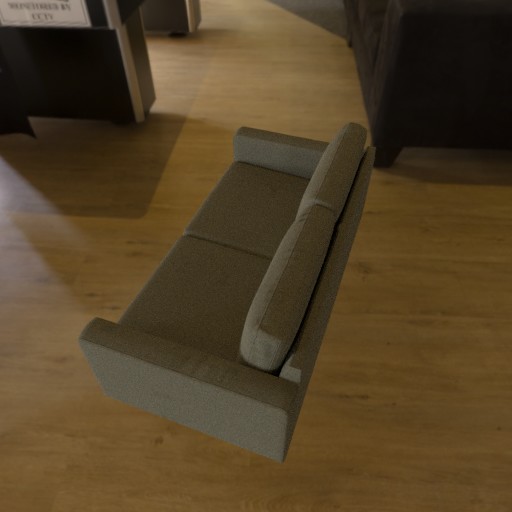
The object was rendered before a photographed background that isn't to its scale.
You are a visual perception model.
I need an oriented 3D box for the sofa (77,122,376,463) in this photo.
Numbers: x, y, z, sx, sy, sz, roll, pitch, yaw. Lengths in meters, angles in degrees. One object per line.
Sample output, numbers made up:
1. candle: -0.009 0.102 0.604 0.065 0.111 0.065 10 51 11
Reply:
1. sofa: 0.000 0.000 2.332 0.889 0.897 1.730 15 48 14
